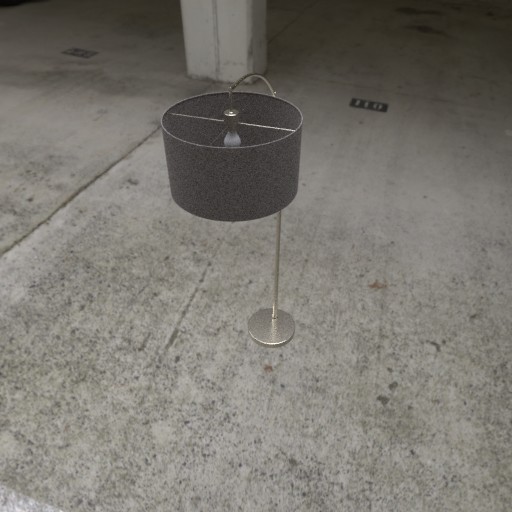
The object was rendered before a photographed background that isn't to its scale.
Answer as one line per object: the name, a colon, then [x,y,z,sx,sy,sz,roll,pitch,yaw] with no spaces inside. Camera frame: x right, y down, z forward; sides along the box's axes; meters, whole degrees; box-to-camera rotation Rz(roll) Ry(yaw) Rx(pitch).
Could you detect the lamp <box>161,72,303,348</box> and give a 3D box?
lamp: [0.000,0.000,2.093,0.452,1.735,0.934,12,41,14]
